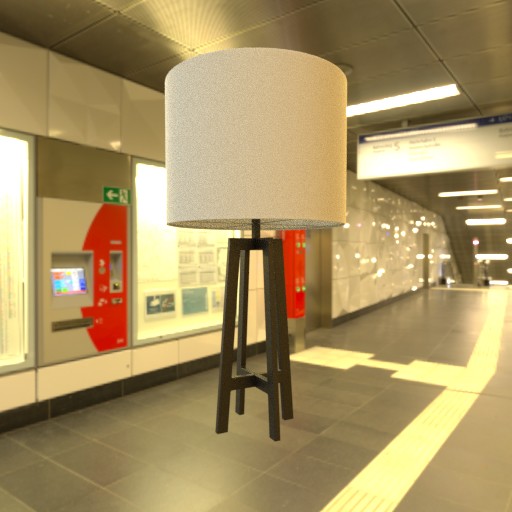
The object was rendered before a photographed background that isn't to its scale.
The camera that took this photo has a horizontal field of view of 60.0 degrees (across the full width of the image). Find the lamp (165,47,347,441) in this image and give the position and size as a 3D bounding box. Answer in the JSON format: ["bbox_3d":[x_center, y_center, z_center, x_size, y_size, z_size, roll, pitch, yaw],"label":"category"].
[{"bbox_3d":[0.000,0.000,0.640,0.257,0.489,0.257,0,0,17],"label":"lamp"}]
